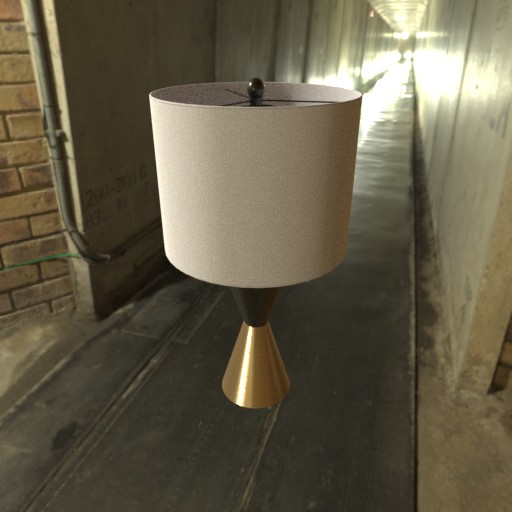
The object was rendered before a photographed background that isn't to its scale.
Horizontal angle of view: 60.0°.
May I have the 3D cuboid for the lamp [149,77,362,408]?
[{"bbox_3d":[0.000,0.000,0.765,0.304,0.573,0.304,-9,28,-18],"label":"lamp"}]
